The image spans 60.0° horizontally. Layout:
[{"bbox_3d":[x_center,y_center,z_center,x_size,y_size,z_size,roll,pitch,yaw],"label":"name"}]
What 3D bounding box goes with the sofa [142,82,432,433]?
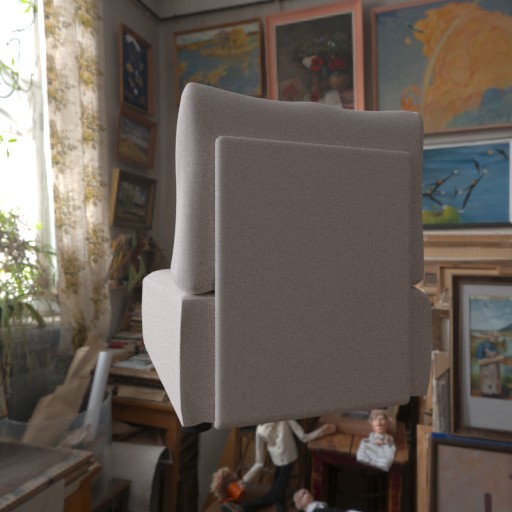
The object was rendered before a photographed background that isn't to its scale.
[{"bbox_3d":[0.000,0.000,1.558,0.700,0.820,1.000,0,1,-19],"label":"sofa"}]
